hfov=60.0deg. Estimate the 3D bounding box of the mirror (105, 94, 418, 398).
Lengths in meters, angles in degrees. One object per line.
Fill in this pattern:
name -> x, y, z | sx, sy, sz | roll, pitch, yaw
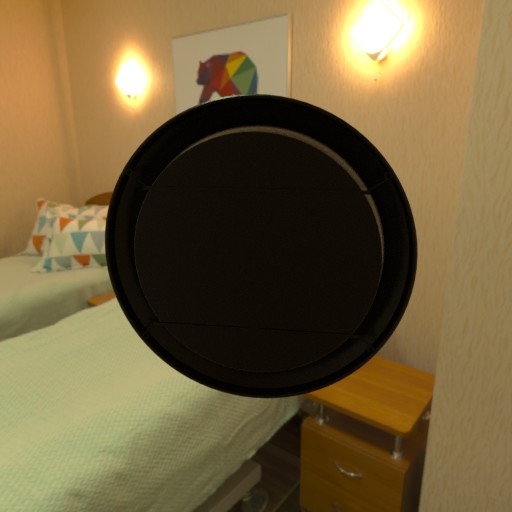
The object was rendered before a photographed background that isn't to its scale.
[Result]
mirror -> 0.000, 0.000, 1.329 | 0.907, 0.907, 0.111 | 2, 16, 8
